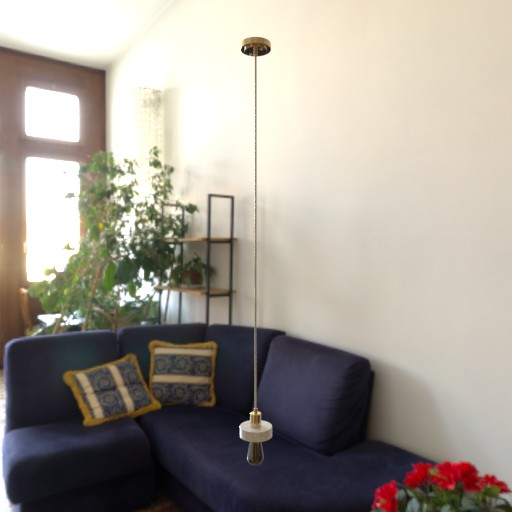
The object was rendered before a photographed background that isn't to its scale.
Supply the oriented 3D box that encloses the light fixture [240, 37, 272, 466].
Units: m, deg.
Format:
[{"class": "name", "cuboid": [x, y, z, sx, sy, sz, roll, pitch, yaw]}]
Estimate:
[{"class": "light fixture", "cuboid": [0.000, 0.000, 1.754, 0.129, 1.669, 0.129, 0, 1, 19]}]
